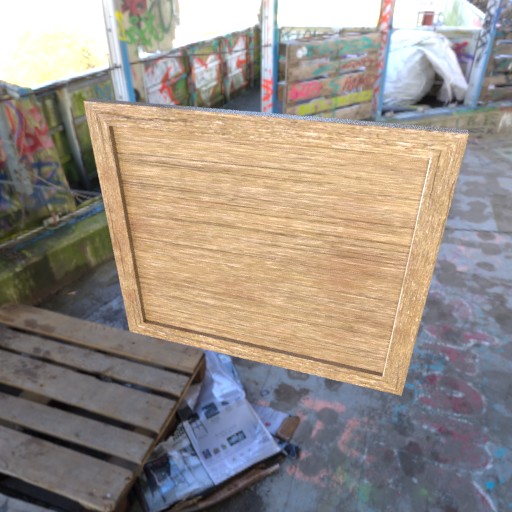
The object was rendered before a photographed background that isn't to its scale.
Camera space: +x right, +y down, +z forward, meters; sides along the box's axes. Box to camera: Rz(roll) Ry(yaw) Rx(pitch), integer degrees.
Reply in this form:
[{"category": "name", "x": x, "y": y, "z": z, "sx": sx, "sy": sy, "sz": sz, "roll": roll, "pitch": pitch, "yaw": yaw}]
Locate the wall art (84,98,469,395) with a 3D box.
[{"category": "wall art", "x": 0.000, "y": 0.000, "z": 0.932, "sx": 0.690, "sy": 0.588, "sz": 0.026, "roll": 10, "pitch": 34, "yaw": 15}]
